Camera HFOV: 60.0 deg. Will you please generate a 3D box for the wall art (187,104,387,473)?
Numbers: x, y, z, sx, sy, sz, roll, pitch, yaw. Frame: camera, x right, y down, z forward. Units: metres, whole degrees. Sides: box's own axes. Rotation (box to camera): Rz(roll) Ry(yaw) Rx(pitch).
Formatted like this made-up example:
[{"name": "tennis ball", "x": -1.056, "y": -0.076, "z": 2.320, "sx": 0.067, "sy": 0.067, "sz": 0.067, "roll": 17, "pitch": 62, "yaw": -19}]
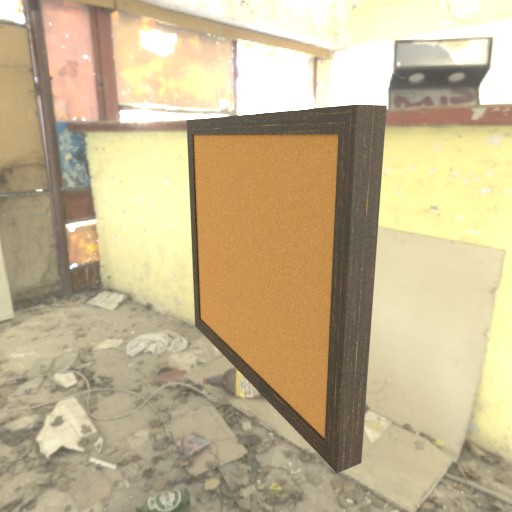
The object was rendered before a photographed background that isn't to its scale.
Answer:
[{"name": "wall art", "x": 0.000, "y": 0.000, "z": 0.544, "sx": 0.031, "sy": 0.330, "sz": 0.381, "roll": -8, "pitch": 17, "yaw": -27}]
